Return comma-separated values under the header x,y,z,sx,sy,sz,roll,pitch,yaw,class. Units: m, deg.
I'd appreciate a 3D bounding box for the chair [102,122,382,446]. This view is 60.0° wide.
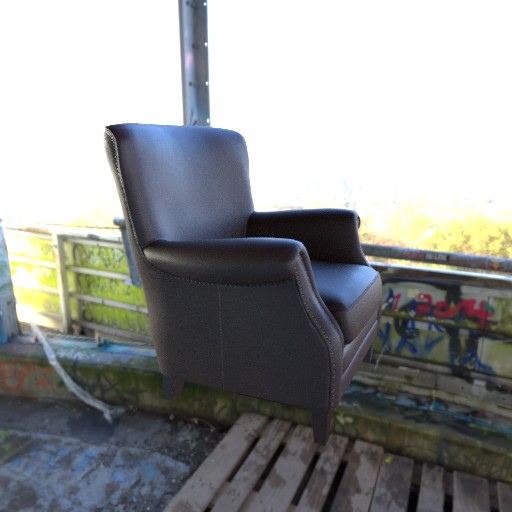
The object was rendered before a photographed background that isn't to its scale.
x,y,z,sx,sy,sz,roll,pitch,yaw,class
0.000,0.000,1.385,0.746,0.800,0.700,7,16,26,chair
